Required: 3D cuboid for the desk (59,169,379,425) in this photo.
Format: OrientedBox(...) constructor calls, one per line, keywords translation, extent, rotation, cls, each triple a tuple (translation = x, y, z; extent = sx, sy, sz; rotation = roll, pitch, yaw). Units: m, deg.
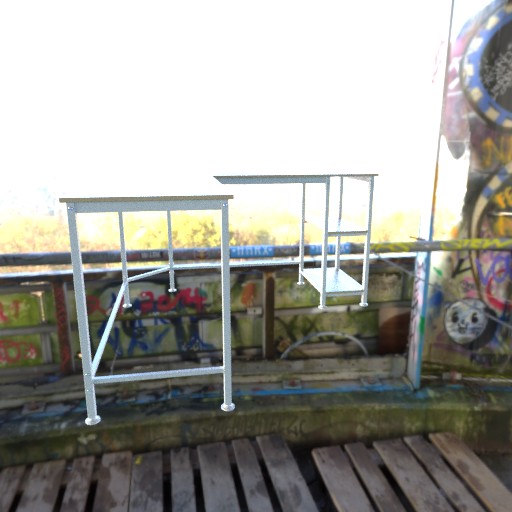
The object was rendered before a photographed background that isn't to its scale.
OrientedBox(translation=(0.000, 0.000, 2.121), extent=(1.379, 0.739, 1.379), rotation=(-2, 14, -10), cls="desk")
